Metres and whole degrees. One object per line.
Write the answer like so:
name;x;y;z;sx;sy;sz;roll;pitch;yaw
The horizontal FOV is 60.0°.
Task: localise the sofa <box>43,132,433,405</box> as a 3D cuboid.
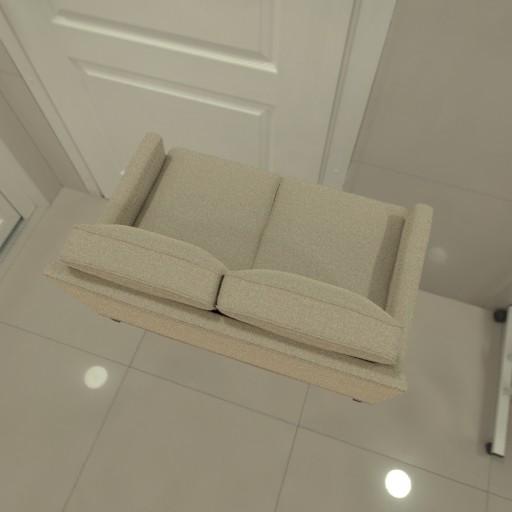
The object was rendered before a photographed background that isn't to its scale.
sofa;0.000;0.000;2.246;1.597;1.003;1.084;16;64;8
